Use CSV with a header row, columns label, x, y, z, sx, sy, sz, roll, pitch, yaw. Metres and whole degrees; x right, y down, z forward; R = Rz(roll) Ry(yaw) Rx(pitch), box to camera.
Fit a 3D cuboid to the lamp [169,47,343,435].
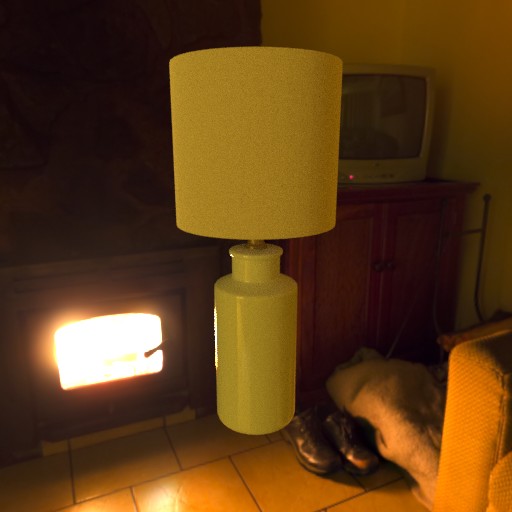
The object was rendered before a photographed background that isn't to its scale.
label,x,y,z,sx,sy,sz,roll,pitch,yaw
lamp,0.000,0.000,0.613,0.212,0.493,0.212,-14,20,-43
